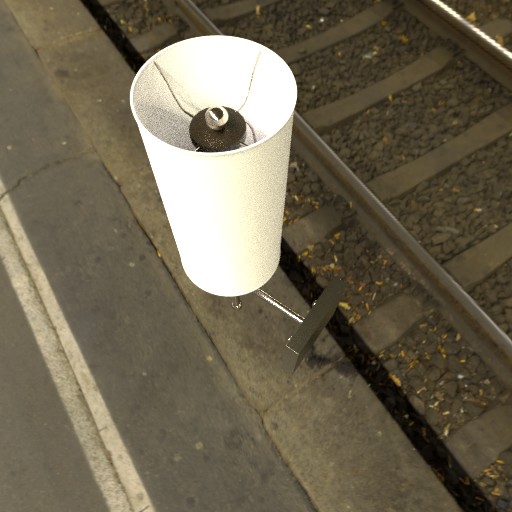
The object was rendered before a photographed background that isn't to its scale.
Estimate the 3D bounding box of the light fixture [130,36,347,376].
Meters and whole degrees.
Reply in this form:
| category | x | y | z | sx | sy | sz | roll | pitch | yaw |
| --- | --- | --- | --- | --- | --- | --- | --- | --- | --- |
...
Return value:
| category | x | y | z | sx | sy | sz | roll | pitch | yaw |
| --- | --- | --- | --- | --- | --- | --- | --- | --- | --- |
| light fixture | 0.000 | 0.000 | 0.535 | 0.208 | 0.462 | 0.128 | 32 | 67 | 16 |
